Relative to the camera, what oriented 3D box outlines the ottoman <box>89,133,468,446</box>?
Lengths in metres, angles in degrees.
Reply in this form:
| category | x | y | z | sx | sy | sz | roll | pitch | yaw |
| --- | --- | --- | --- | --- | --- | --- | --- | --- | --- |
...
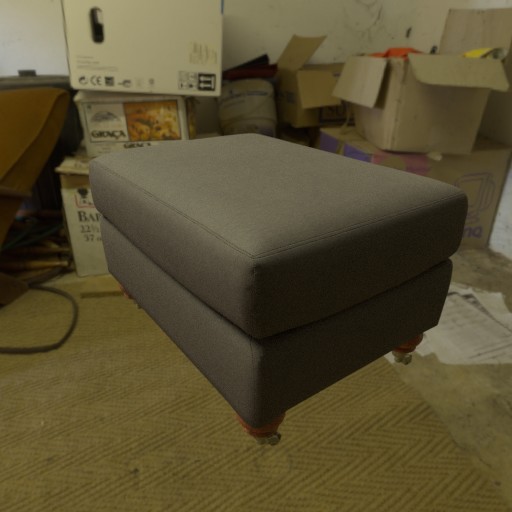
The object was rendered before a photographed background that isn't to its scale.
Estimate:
| category | x | y | z | sx | sy | sz | roll | pitch | yaw |
| --- | --- | --- | --- | --- | --- | --- | --- | --- | --- |
| ottoman | 0.000 | 0.000 | 1.111 | 0.574 | 0.497 | 0.773 | -17 | 31 | -32 |
